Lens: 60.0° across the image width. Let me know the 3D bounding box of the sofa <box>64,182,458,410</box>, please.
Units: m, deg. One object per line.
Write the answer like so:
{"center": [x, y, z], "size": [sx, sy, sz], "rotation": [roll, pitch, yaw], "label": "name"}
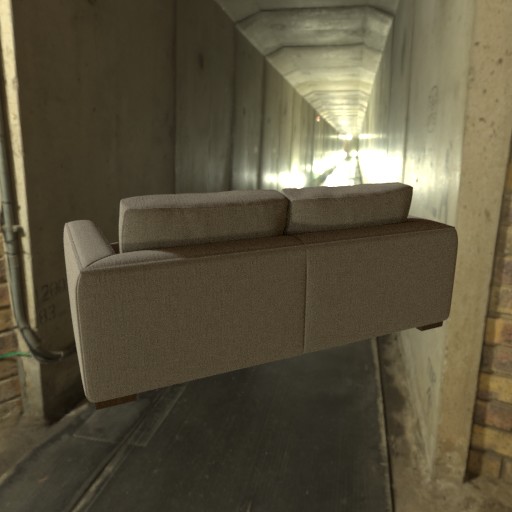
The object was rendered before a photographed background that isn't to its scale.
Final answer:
{"center": [0.000, 0.000, 2.440], "size": [1.920, 0.800, 1.069], "rotation": [-7, 17, -24], "label": "sofa"}
